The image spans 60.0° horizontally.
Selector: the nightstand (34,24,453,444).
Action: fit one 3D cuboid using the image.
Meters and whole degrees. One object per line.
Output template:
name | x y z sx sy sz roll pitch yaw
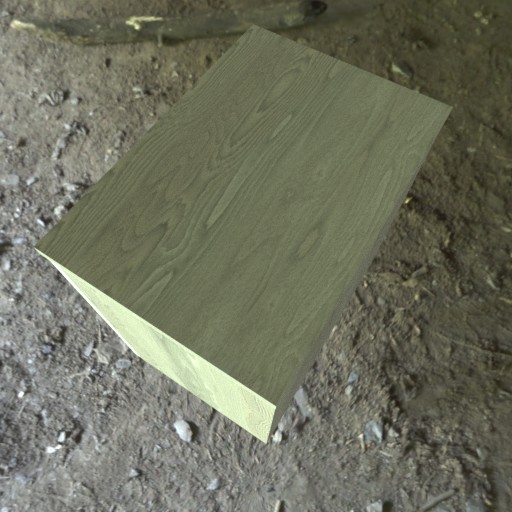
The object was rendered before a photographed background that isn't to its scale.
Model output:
nightstand | 0.000 0.000 0.735 0.325 0.461 0.442 30 66 14
